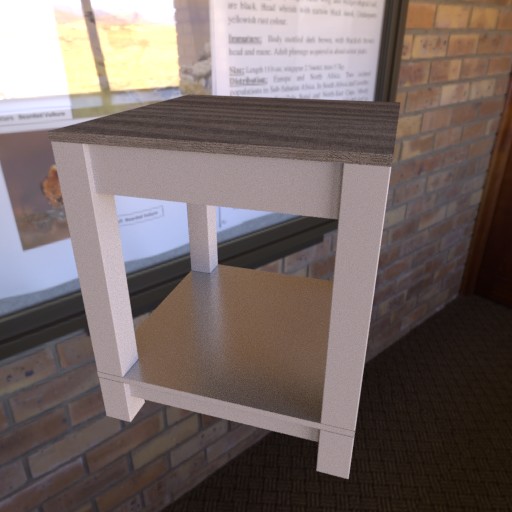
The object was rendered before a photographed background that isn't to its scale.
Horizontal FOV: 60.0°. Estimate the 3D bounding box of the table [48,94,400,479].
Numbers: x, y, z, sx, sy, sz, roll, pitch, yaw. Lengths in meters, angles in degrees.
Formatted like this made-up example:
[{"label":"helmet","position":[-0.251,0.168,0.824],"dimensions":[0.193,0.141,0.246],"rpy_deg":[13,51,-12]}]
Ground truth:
[{"label":"table","position":[0.000,0.000,0.952],"dimensions":[0.506,0.587,0.504],"rpy_deg":[8,27,15]}]
